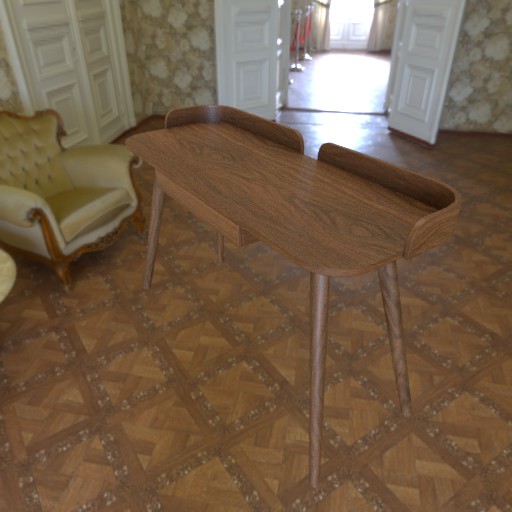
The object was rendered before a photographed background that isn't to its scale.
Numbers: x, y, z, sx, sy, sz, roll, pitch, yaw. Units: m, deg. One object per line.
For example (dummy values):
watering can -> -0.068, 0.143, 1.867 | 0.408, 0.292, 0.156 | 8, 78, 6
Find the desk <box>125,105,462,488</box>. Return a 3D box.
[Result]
desk -> 0.000, 0.000, 1.619 | 0.486, 0.800, 1.256 | -20, 37, -30
